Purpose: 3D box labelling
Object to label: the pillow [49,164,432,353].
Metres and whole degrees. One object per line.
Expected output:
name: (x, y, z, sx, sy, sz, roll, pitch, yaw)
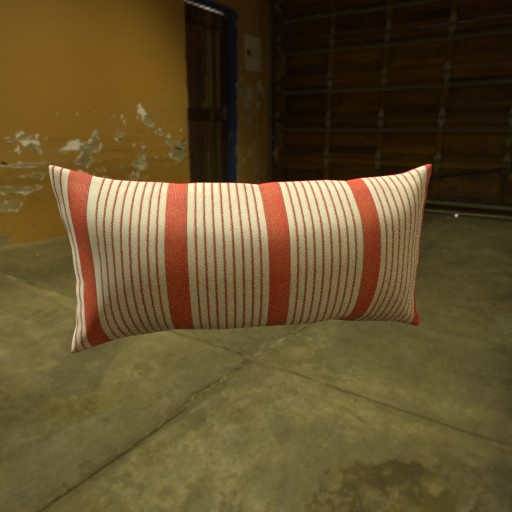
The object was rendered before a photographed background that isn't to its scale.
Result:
pillow: (0.000, 0.000, 0.727, 0.608, 0.297, 0.151, -3, 15, -10)
